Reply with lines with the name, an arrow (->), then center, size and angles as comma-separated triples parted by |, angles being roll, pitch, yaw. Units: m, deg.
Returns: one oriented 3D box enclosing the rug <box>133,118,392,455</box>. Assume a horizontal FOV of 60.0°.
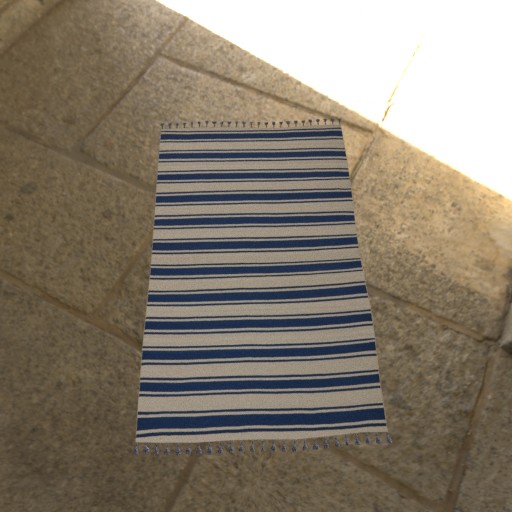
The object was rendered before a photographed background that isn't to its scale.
rug -> 0.000, 0.000, 2.591 | 1.248, 0.009, 2.108 | -2, 63, -1
